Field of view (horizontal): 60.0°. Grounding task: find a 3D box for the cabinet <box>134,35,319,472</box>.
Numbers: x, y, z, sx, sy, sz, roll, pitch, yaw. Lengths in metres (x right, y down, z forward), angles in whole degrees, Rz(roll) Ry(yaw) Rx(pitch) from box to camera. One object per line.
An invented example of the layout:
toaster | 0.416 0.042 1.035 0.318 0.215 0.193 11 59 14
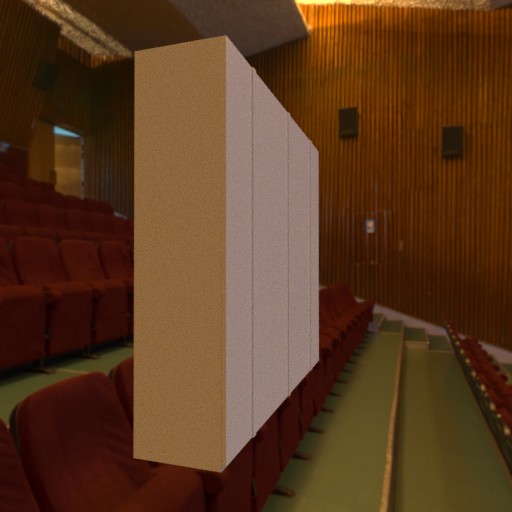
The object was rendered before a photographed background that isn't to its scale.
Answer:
cabinet | 0.000 0.000 3.768 0.590 2.370 2.700 0 -1 19
